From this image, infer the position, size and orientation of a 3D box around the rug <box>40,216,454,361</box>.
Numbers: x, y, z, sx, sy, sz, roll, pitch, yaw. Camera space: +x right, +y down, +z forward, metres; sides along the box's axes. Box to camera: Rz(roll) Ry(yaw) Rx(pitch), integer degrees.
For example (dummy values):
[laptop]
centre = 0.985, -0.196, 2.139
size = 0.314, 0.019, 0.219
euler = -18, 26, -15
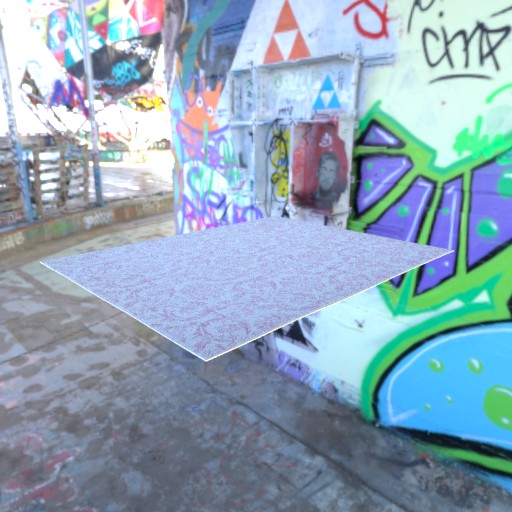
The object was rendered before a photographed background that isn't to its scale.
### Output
[rug]
centre = 0.000, 0.000, 4.049
size = 2.980, 0.012, 2.363
euler = -15, 22, -42
